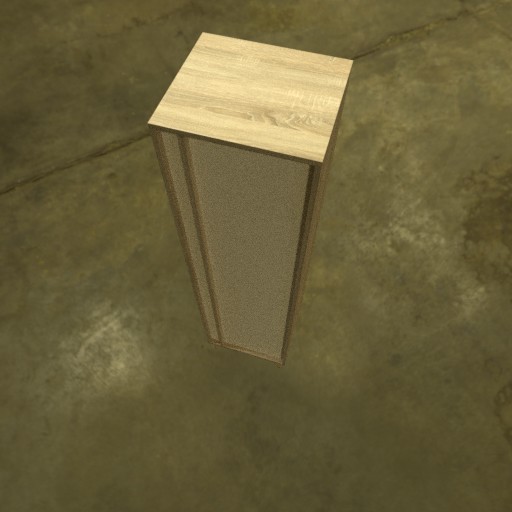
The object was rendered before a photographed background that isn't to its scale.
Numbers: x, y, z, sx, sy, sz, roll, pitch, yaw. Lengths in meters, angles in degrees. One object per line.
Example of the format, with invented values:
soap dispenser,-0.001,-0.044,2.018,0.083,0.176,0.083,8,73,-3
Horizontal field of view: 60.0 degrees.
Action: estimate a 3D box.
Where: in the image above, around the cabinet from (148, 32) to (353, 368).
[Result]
cabinet,0.000,0.000,2.179,0.510,1.960,0.450,15,60,9
